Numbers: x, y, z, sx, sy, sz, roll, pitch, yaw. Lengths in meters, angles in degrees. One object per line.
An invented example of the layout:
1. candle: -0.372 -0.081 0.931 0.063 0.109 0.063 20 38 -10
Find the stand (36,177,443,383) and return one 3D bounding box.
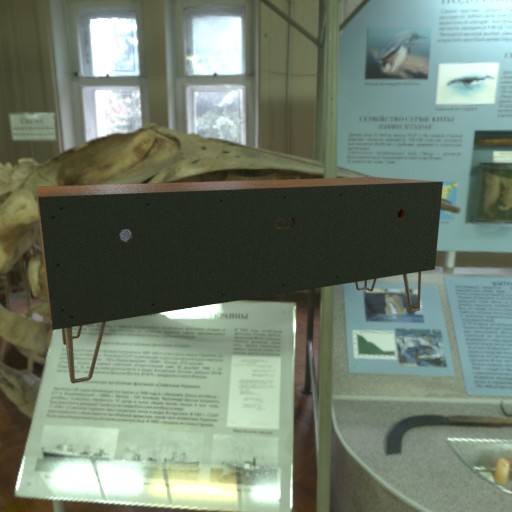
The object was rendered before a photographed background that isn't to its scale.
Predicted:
1. stand: 0.000 0.000 1.892 1.626 0.610 0.481 -6 14 -26
